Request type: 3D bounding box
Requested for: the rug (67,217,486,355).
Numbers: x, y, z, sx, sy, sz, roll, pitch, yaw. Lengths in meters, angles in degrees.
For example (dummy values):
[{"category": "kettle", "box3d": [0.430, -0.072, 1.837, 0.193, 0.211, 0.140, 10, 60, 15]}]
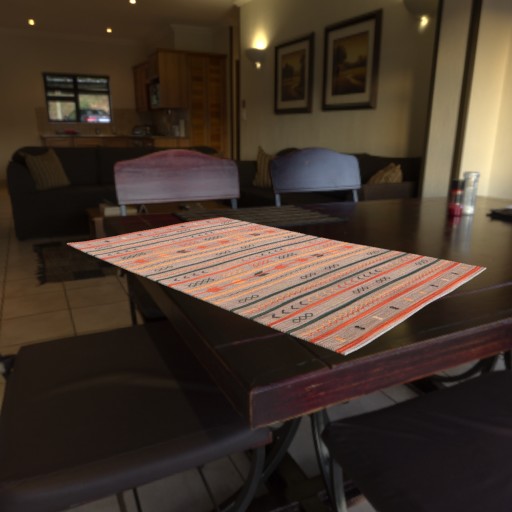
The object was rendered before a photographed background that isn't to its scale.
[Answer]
[{"category": "rug", "box3d": [0.000, 0.000, 2.997, 2.439, 0.029, 1.537, 15, 21, 42]}]
